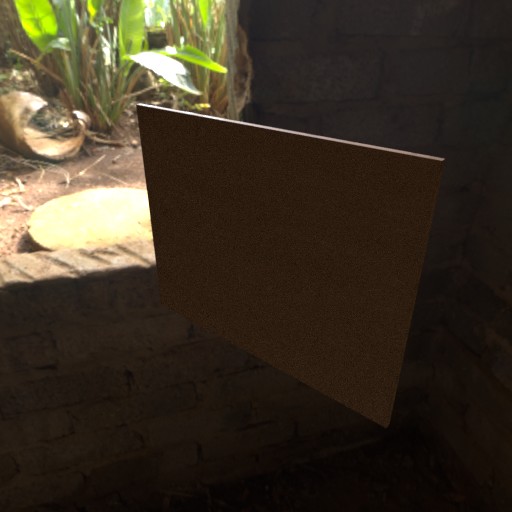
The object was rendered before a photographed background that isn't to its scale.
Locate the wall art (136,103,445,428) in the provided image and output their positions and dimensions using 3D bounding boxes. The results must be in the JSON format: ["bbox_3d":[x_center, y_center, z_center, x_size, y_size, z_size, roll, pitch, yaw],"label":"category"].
[{"bbox_3d":[0.000,0.000,0.705,0.508,0.408,0.010,21,35,33],"label":"wall art"}]
